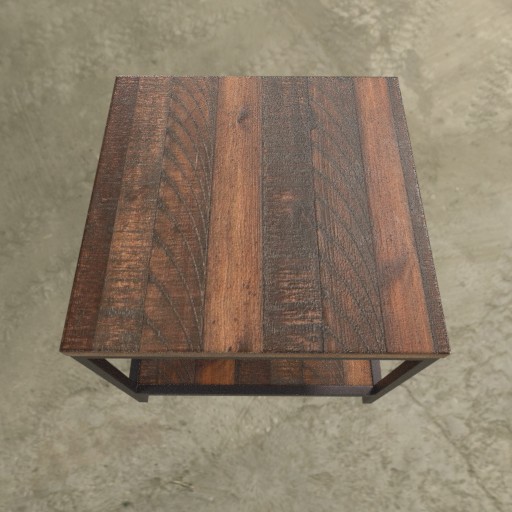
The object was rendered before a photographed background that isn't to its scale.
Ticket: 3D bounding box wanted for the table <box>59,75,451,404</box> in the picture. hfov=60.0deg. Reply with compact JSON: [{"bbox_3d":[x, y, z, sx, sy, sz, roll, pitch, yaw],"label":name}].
[{"bbox_3d":[0.000,0.000,0.962,0.553,0.482,0.548,0,63,0],"label":"table"}]
